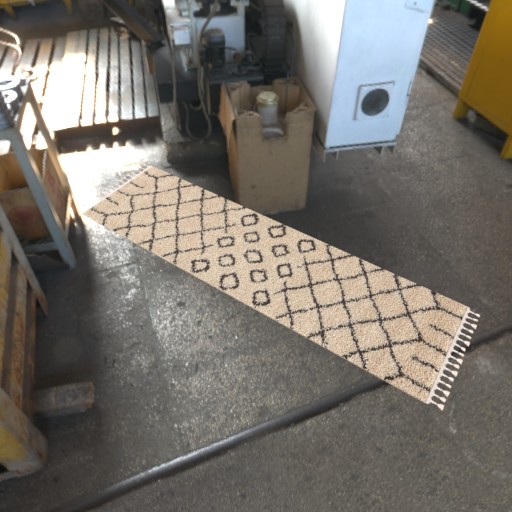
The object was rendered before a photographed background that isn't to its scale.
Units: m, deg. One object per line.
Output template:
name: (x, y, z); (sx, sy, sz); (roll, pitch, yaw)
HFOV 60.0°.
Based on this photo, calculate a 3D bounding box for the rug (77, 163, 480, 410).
rug: (0.000, 0.000, 2.647); (2.464, 0.005, 0.660); (26, 52, 23)
